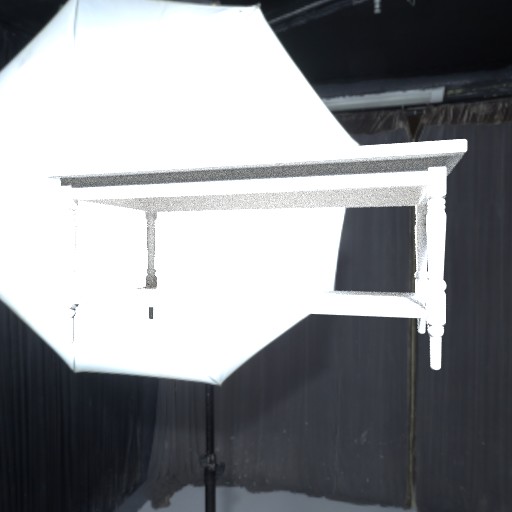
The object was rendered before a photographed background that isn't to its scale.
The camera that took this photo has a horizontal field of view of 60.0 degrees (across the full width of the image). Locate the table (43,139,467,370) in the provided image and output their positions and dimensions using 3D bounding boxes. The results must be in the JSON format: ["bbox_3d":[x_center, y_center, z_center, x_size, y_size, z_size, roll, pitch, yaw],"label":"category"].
[{"bbox_3d":[0.000,0.000,1.371,1.107,0.510,0.550,0,1,17],"label":"table"}]
